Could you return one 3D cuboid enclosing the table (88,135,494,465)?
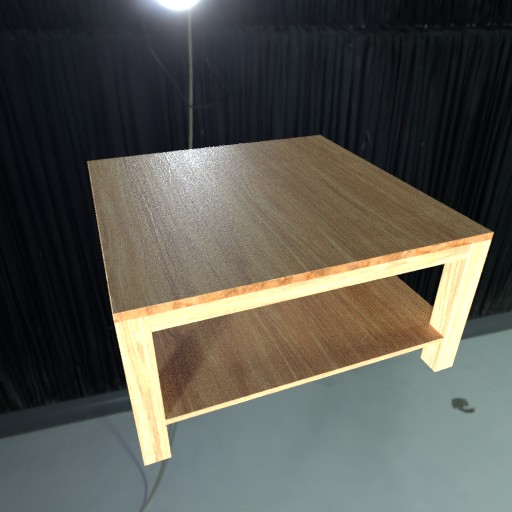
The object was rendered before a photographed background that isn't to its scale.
[{"bbox_3d":[0.000,0.000,1.420,0.900,0.450,0.900,-11,33,-18],"label":"table"}]
